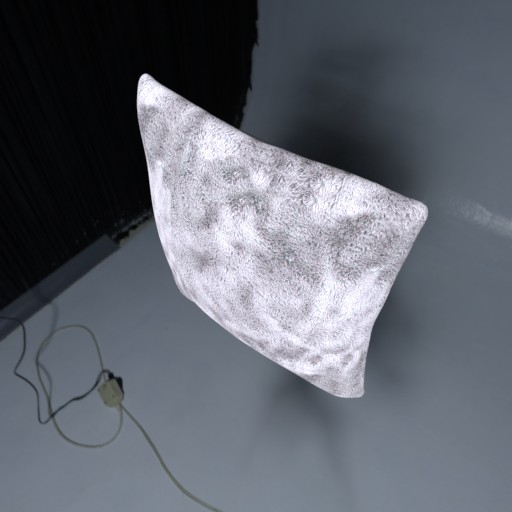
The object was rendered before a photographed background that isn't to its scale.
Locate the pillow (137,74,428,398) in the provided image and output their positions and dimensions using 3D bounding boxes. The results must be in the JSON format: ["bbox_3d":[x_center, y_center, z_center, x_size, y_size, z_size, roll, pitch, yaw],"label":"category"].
[{"bbox_3d":[0.000,0.000,0.803,0.522,0.520,0.204,31,55,25],"label":"pillow"}]
